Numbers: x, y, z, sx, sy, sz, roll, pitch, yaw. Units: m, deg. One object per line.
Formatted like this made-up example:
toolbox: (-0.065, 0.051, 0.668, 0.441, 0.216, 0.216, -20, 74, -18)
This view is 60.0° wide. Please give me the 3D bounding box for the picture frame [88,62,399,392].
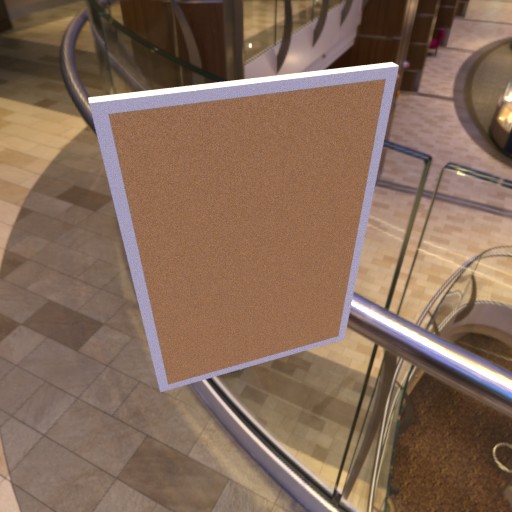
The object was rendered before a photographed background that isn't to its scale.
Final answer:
picture frame: (0.000, 0.000, 0.559, 0.305, 0.434, 0.013, -13, 42, -14)
